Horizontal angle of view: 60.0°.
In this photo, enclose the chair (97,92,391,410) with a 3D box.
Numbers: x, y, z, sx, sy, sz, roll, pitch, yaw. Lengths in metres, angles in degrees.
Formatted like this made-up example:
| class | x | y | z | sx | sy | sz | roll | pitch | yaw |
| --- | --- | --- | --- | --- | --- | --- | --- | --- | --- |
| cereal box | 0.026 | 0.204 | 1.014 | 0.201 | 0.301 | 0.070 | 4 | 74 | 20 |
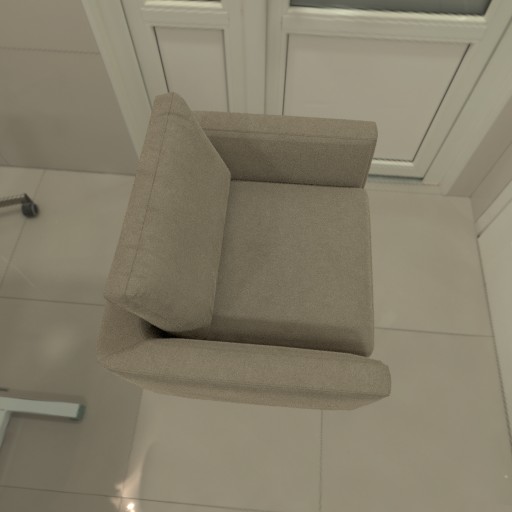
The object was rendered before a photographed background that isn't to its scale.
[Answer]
| class | x | y | z | sx | sy | sz | roll | pitch | yaw |
| --- | --- | --- | --- | --- | --- | --- | --- | --- | --- |
| chair | 0.000 | 0.000 | 1.655 | 0.889 | 0.864 | 1.041 | 4 | 63 | 2 |
